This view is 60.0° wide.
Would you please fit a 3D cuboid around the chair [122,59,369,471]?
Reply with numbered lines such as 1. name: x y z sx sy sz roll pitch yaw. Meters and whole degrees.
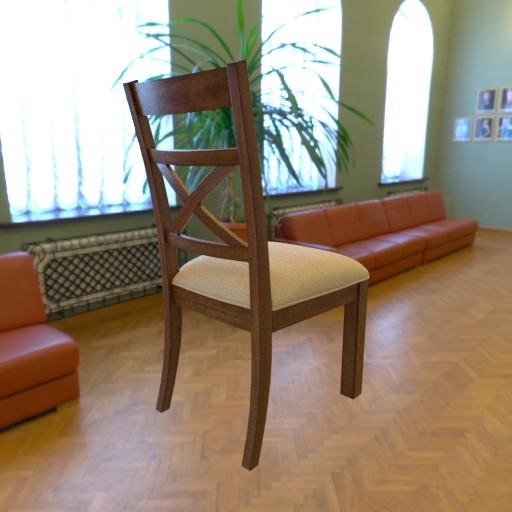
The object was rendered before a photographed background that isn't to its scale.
1. chair: 0.000 0.000 1.292 0.461 0.949 0.581 12 18 41
